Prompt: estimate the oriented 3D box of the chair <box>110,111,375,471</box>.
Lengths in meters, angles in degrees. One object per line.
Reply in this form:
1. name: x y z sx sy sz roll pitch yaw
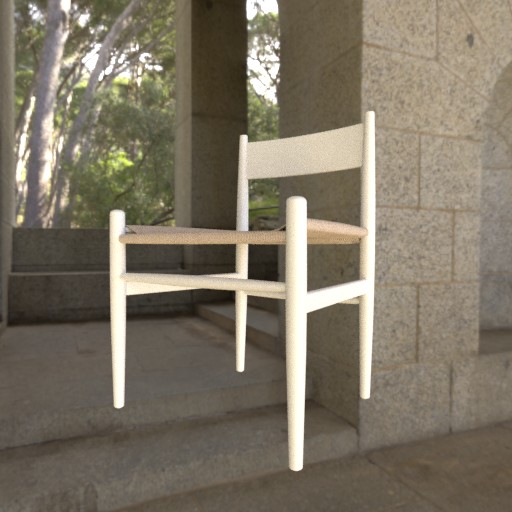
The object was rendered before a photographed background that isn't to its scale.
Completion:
1. chair: 0.000 0.000 1.134 0.556 0.762 0.495 1 2 36
